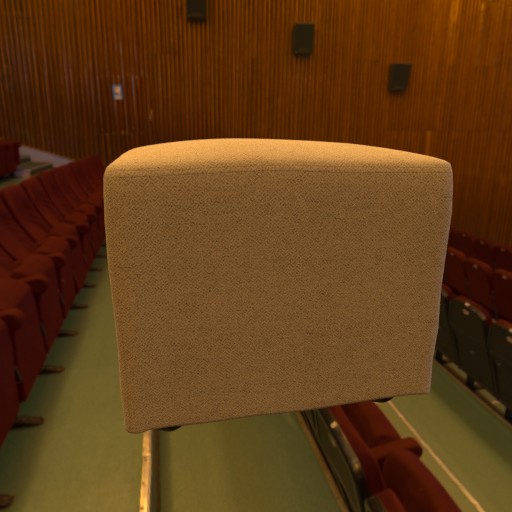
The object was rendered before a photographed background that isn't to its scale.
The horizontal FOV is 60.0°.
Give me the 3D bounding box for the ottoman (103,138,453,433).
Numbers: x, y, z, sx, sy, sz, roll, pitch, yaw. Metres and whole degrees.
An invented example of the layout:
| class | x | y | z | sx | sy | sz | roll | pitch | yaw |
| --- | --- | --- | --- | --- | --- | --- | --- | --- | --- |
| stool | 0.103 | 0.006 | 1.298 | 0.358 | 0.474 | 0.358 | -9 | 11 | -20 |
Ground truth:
| class | x | y | z | sx | sy | sz | roll | pitch | yaw |
| --- | --- | --- | --- | --- | --- | --- | --- | --- | --- |
| ottoman | 0.000 | 0.000 | 0.889 | 0.512 | 0.453 | 0.521 | -3 | 16 | -12 |
